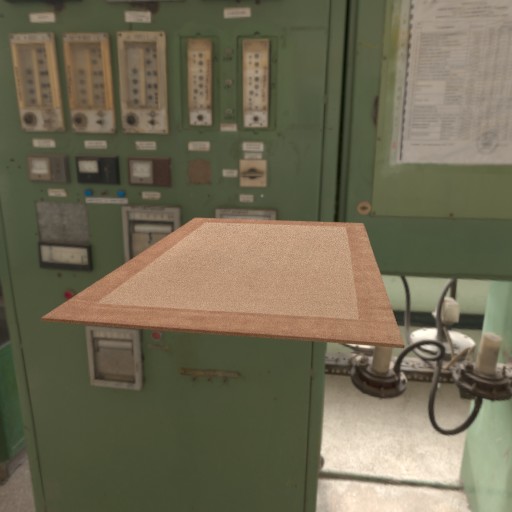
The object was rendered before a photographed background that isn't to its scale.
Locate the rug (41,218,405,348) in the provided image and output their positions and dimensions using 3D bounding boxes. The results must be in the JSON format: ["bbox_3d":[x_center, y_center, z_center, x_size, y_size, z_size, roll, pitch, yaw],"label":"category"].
[{"bbox_3d":[0.000,0.000,2.311,1.219,0.014,1.829,3,16,9],"label":"rug"}]
